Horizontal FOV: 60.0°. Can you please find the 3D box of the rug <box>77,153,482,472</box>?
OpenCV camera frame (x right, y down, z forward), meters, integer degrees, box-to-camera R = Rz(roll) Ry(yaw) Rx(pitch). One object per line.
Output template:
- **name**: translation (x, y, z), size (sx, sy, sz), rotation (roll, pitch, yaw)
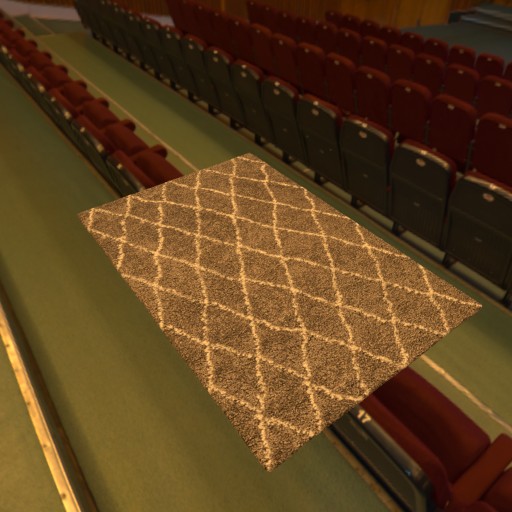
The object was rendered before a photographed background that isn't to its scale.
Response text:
- **rug**: translation (0.000, 0.000, 2.253), size (1.219, 0.030, 1.778), rotation (-26, 47, -27)
